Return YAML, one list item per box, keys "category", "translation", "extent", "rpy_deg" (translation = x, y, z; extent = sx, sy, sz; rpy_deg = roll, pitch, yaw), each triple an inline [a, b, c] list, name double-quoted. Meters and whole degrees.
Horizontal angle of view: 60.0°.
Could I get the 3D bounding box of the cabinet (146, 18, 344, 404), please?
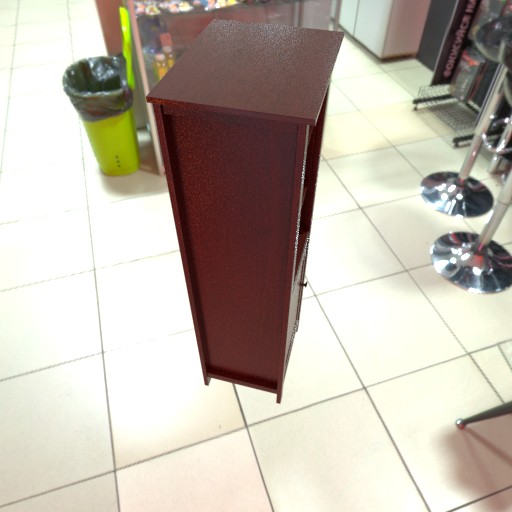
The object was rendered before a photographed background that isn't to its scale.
- category: "cabinet"
  translation: [0.000, 0.000, 1.721]
  extent: [0.401, 1.518, 0.500]
  rpy_deg: [11, 49, 10]
